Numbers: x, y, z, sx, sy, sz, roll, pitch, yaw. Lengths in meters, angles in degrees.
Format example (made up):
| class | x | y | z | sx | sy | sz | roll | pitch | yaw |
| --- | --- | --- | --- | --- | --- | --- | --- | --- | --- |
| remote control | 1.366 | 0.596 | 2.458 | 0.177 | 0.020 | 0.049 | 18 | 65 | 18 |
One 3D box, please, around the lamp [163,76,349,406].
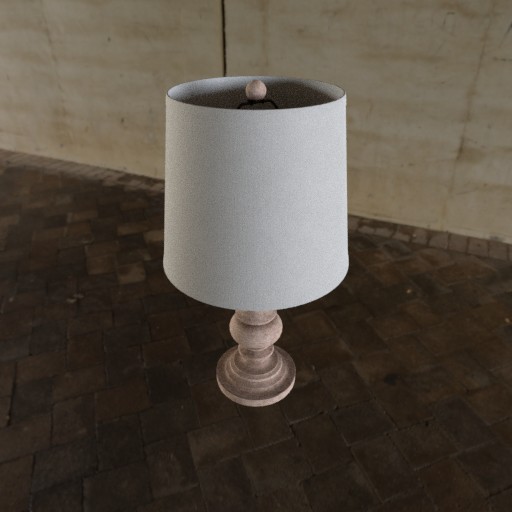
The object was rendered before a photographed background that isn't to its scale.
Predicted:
| class | x | y | z | sx | sy | sz | roll | pitch | yaw |
| --- | --- | --- | --- | --- | --- | --- | --- | --- | --- |
| lamp | 0.000 | 0.000 | 0.664 | 0.273 | 0.497 | 0.273 | 0 | 31 | 0 |
